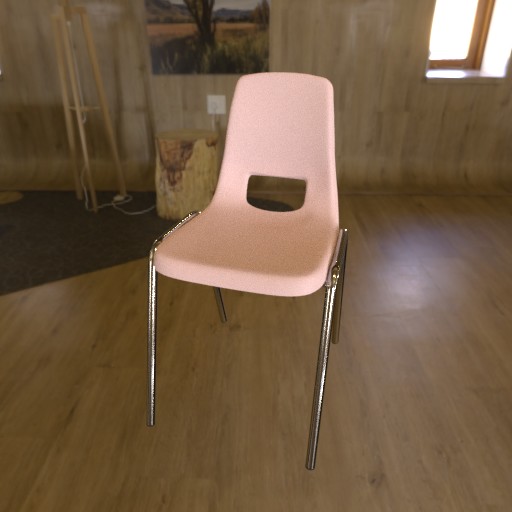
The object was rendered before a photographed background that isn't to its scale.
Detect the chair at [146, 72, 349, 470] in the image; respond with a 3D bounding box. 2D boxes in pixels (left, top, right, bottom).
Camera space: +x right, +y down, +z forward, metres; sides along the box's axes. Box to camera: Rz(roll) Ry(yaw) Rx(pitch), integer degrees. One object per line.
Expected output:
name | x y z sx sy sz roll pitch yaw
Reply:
chair | 0.000 0.000 0.959 0.381 0.704 0.436 8 28 16
